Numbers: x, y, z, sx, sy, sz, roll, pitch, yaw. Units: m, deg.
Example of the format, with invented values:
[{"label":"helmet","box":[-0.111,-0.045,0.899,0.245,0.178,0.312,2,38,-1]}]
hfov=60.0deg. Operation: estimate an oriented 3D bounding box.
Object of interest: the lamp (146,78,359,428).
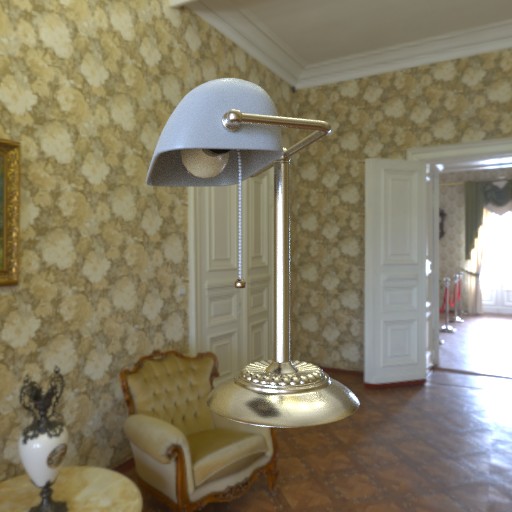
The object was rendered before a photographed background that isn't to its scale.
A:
[{"label":"lamp","box":[0.000,0.000,0.516,0.243,0.339,0.264,0,0,-17]}]
